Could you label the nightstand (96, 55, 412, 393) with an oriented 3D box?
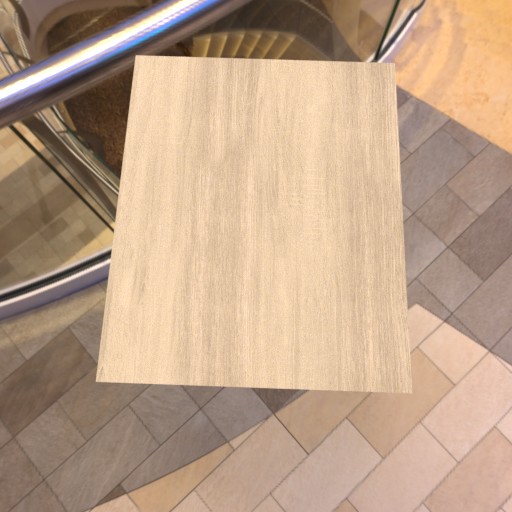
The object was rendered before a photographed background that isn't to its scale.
[{"bbox_3d":[0.000,0.000,0.817,0.380,0.500,0.450,2,75,1],"label":"nightstand"}]
